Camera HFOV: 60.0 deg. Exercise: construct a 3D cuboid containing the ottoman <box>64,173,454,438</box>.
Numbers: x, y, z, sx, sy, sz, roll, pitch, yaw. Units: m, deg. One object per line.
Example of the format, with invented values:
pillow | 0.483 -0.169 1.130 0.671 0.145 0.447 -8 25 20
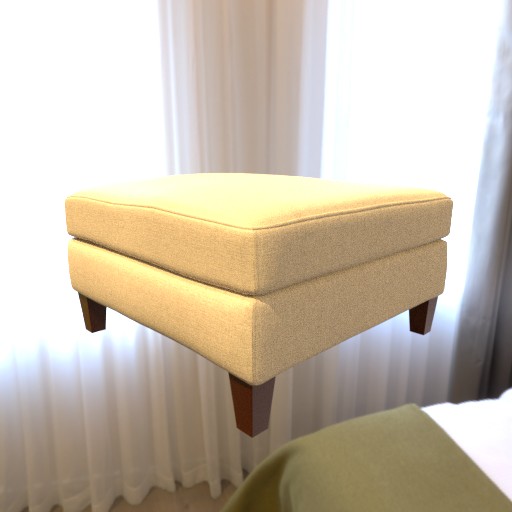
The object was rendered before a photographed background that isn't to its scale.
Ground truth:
ottoman | 0.000 0.000 1.334 0.838 0.478 0.838 -12 18 -43
